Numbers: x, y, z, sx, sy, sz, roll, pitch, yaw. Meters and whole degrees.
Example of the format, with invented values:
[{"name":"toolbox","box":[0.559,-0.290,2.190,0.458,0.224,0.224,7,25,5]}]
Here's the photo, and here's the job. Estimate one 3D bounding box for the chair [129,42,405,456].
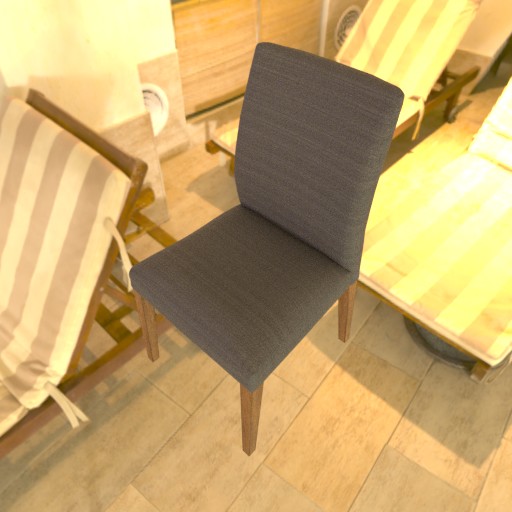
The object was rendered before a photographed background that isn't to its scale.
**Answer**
[{"name":"chair","box":[0.000,0.000,1.260,0.496,0.940,0.585,34,55,29]}]
